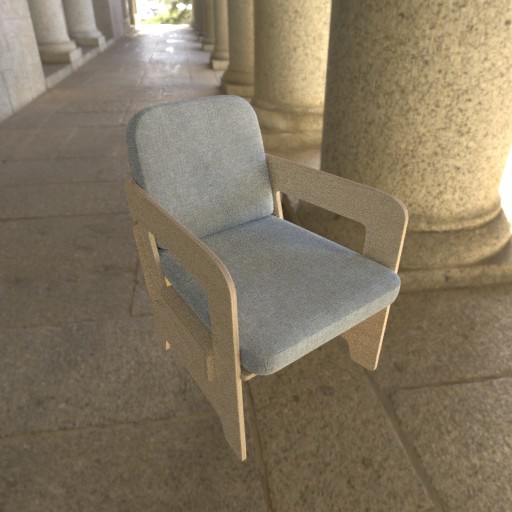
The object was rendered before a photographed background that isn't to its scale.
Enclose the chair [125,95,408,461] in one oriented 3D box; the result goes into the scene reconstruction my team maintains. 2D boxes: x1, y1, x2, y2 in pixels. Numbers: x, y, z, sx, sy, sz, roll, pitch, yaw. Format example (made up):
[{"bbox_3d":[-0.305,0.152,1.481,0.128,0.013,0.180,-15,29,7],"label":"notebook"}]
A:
[{"bbox_3d":[0.000,0.000,1.310,0.590,0.800,0.710,-22,37,-32],"label":"chair"}]
